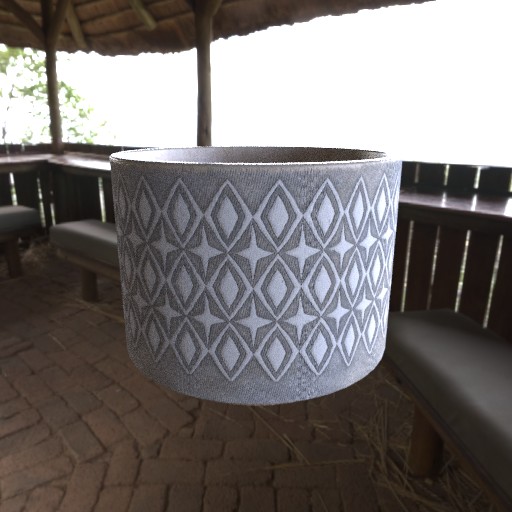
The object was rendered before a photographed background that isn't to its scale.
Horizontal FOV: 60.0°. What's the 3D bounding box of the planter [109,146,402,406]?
[{"bbox_3d":[0.000,0.000,0.278,0.164,0.127,0.164,0,17,0],"label":"planter"}]
